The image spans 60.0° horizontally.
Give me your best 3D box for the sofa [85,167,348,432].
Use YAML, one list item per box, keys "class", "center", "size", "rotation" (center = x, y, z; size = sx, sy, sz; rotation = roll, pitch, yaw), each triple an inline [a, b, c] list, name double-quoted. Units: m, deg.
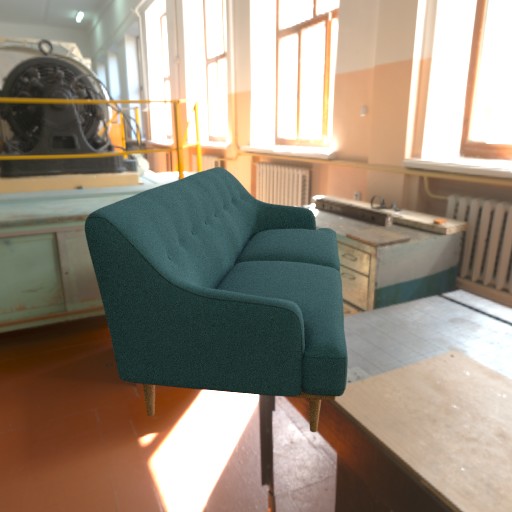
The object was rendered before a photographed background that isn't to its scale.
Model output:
- class: "sofa"
  center: [0.000, 0.000, 2.572]
  size: [0.978, 0.871, 2.057]
  rotation: [2, 16, 8]
